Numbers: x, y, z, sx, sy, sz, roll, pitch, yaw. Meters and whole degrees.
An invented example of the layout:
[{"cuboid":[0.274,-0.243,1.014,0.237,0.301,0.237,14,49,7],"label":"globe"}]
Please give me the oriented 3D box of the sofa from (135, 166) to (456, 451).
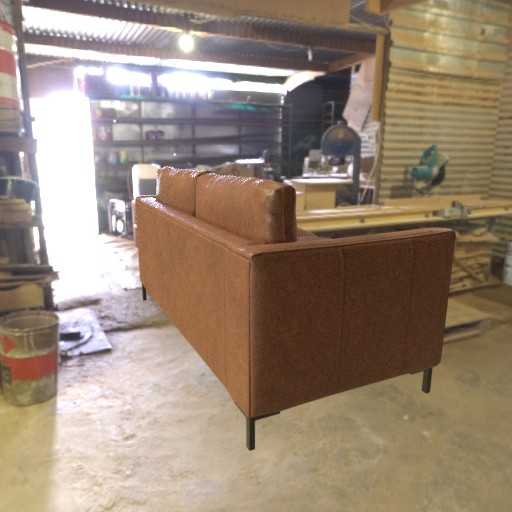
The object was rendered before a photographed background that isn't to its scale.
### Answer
[{"cuboid":[0.000,0.000,2.302,0.899,0.883,1.797,-7,15,-25],"label":"sofa"}]
